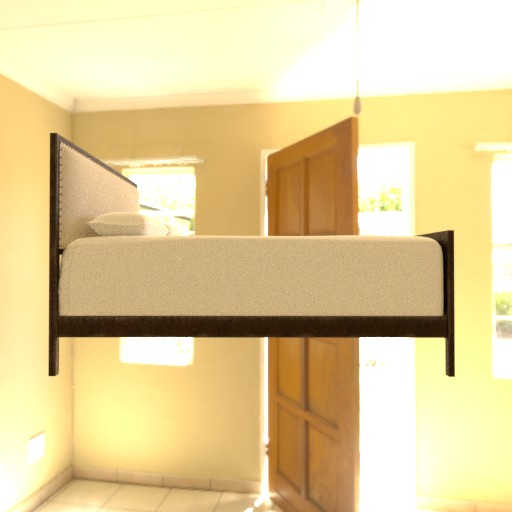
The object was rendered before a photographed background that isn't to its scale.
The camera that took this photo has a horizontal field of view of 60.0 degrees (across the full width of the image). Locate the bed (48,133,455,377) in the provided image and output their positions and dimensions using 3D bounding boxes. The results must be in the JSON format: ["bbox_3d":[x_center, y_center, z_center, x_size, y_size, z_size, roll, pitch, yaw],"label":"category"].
[{"bbox_3d":[0.000,0.000,3.185,2.221,1.313,1.607,0,-1,0],"label":"bed"}]
